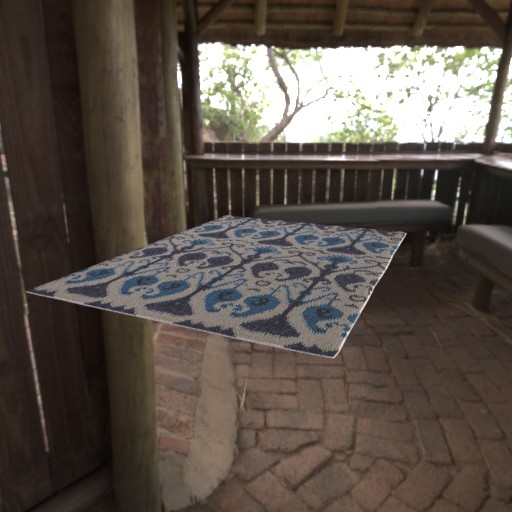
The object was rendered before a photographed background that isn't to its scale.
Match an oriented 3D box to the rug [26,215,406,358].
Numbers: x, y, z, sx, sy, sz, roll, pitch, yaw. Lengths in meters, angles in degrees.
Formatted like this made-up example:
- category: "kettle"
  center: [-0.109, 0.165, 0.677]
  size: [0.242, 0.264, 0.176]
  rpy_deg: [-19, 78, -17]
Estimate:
- category: "rug"
  center: [0.000, 0.000, 4.329]
  size: [2.443, 0.024, 3.228]
  rpy_deg: [8, 18, 24]
